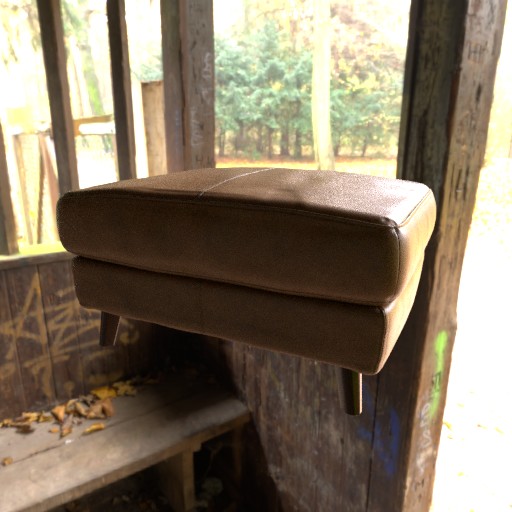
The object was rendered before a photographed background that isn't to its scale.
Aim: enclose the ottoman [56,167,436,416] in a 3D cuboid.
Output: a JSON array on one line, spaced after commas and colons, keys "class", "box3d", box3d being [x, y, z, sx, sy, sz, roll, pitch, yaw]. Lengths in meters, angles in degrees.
[{"class": "ottoman", "box3d": [0.000, 0.000, 1.218, 0.869, 0.461, 0.630, 8, 18, 25]}]
